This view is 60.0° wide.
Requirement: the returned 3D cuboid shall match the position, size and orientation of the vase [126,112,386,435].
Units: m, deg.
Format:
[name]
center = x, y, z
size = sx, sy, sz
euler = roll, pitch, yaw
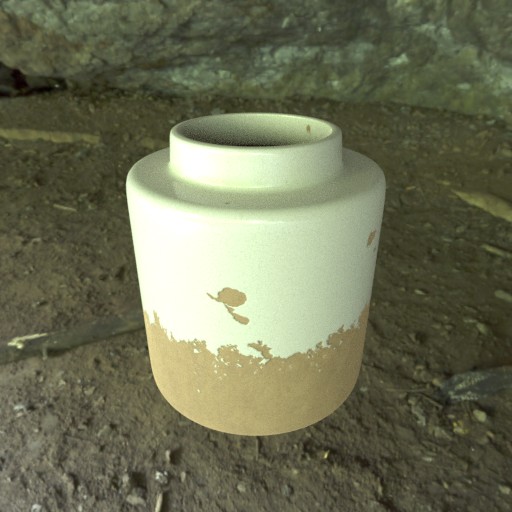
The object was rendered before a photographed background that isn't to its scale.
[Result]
[vase]
center = 0.000, 0.000, 0.293
size = 0.153, 0.167, 0.153
euler = 0, 28, 0
